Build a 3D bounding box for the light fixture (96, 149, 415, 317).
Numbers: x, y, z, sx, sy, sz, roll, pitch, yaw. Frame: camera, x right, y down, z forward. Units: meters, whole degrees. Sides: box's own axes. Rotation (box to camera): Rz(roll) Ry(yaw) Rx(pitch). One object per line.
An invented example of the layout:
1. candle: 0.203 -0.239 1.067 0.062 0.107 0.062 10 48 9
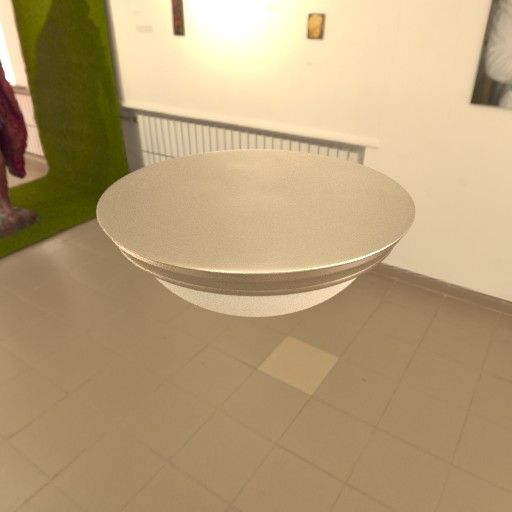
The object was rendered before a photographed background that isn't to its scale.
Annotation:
1. light fixture: 0.000 0.000 0.440 0.280 0.135 0.280 0 30 0
